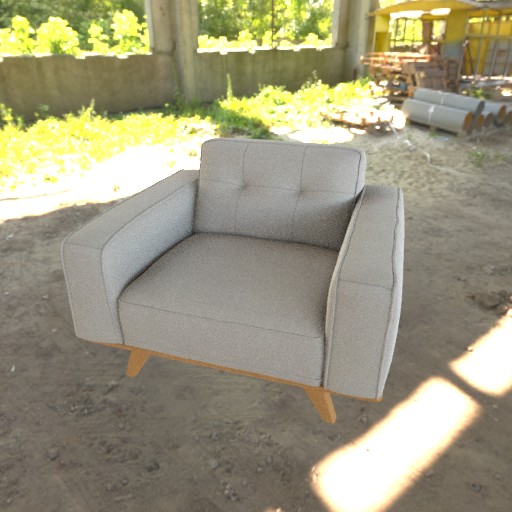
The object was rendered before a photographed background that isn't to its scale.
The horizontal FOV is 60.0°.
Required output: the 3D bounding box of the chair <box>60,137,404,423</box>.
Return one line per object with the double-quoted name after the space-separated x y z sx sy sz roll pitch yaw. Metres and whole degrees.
0.000 0.000 1.780 1.115 0.779 0.953 8 27 16 "chair"
